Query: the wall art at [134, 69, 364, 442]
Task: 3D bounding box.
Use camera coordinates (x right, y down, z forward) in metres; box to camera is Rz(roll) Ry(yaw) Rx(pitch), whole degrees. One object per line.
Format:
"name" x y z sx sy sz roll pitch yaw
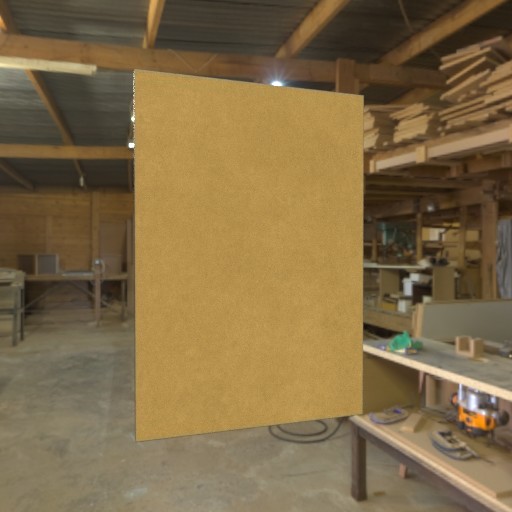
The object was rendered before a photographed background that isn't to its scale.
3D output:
"wall art" 0.000 0.000 0.594 0.314 0.455 0.019 0 1 -17
